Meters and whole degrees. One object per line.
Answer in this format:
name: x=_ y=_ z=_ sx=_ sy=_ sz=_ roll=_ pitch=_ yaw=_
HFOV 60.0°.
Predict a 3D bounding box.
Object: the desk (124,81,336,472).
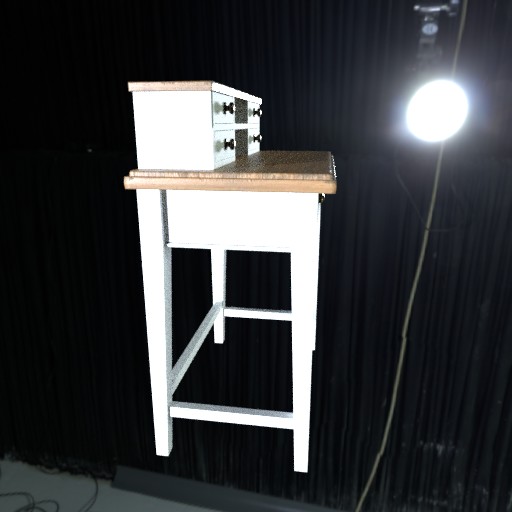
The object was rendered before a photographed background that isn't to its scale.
desk: x=0.000 y=0.000 z=1.411 sx=0.462 sy=0.981 sz=0.814 roll=3 pitch=17 yaw=9
